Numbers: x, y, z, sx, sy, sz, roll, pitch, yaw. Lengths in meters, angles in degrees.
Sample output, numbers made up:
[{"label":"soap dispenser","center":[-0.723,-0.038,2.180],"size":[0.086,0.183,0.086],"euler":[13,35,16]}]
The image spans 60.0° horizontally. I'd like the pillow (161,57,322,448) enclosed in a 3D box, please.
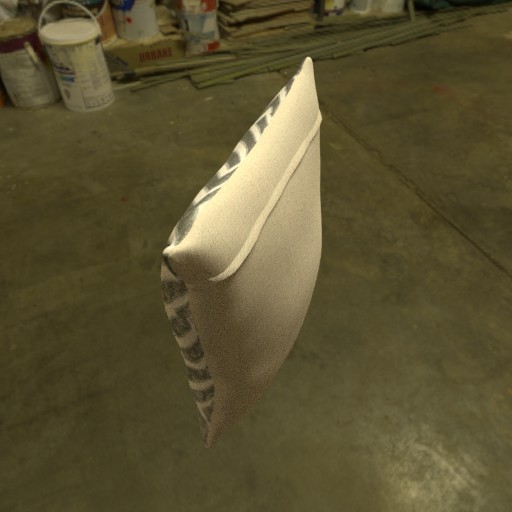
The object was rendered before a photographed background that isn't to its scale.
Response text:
[{"label":"pillow","center":[0.000,0.000,0.670],"size":[0.182,0.441,0.440],"euler":[16,48,15]}]
